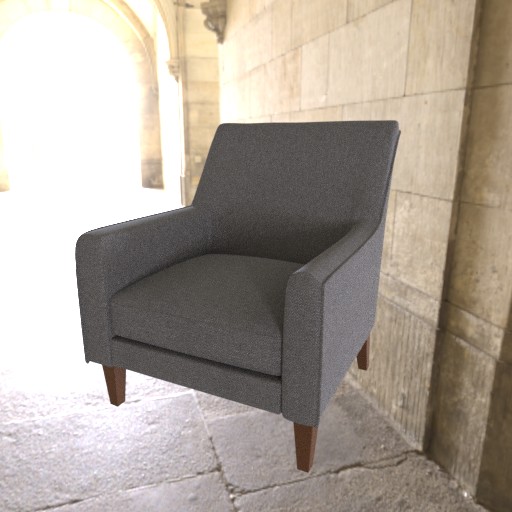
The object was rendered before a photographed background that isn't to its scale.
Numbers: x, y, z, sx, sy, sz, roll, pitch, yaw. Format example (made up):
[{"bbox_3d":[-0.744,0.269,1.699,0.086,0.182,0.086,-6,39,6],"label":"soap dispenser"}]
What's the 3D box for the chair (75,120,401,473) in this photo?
[{"bbox_3d":[0.000,0.000,1.547,0.780,0.919,0.899,7,17,26],"label":"chair"}]
